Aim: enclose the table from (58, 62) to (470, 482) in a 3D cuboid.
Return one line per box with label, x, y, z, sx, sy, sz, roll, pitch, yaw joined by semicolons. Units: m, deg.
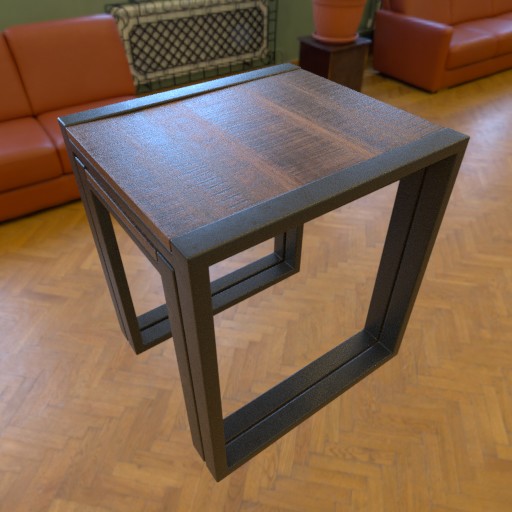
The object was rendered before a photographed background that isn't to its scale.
table;0.000;0.000;0.892;0.500;0.550;0.449;-25;46;-26
